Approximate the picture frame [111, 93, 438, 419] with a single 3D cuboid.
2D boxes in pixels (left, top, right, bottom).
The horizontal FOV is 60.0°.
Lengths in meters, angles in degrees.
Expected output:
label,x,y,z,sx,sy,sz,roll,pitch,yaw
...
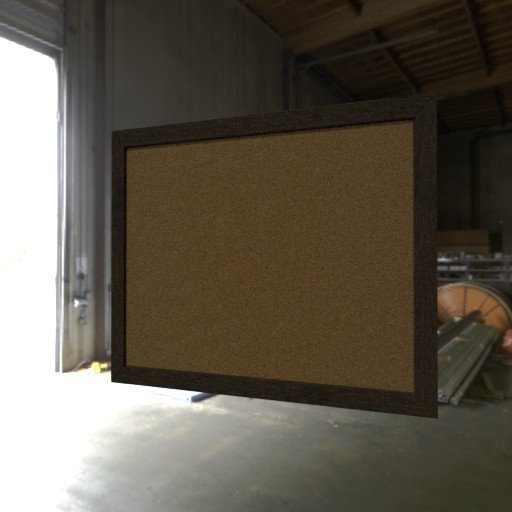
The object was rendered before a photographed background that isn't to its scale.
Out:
label,x,y,z,sx,sy,sz,roll,pitch,yaw
picture frame,0.000,0.000,0.722,0.546,0.455,0.026,0,-1,20
